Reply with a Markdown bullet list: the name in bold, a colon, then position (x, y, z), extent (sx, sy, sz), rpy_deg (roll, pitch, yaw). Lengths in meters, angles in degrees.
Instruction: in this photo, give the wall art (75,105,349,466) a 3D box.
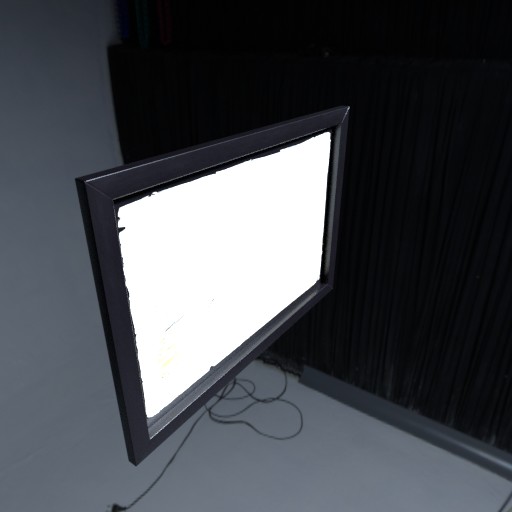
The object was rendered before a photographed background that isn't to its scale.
- **wall art**: position (0.000, 0.000, 0.553), extent (0.013, 0.306, 0.440), rpy_deg (18, 32, 32)
